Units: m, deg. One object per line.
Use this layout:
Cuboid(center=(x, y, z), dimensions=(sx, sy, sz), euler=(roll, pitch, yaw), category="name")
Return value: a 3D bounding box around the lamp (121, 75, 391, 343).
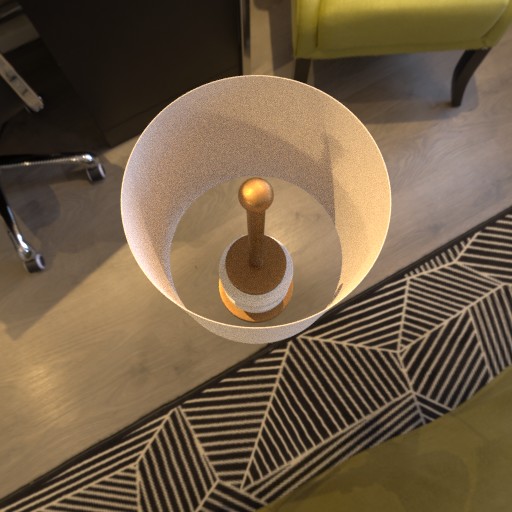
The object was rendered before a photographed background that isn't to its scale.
Cuboid(center=(0.000, 0.000, 0.538), dimensions=(0.210, 0.410, 0.210), euler=(29, 78, 7), category="lamp")
